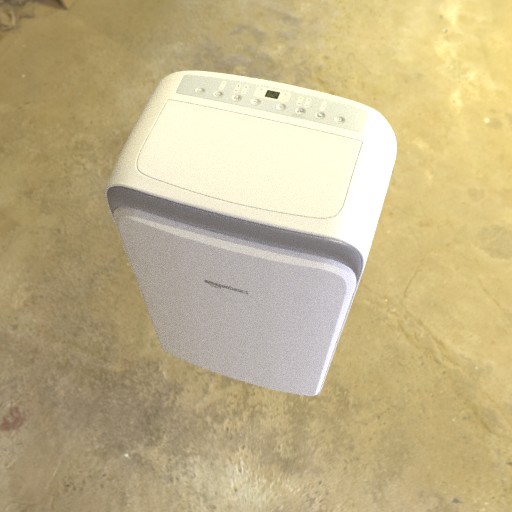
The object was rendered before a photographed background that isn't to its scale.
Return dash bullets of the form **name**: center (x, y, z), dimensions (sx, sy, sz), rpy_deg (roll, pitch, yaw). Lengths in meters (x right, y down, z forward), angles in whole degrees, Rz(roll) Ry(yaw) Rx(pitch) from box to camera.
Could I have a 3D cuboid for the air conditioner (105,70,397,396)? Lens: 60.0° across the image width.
- **air conditioner**: center (0.000, 0.000, 0.951), dimensions (0.454, 0.700, 0.365), rpy_deg (15, 59, 9)
